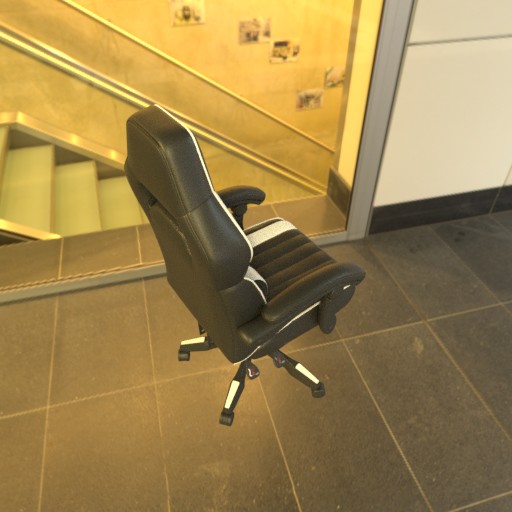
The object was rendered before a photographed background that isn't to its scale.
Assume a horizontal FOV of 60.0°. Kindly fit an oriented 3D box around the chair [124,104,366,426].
[{"bbox_3d":[0.000,0.000,1.612,0.700,1.200,0.676,-25,47,-25],"label":"chair"}]
